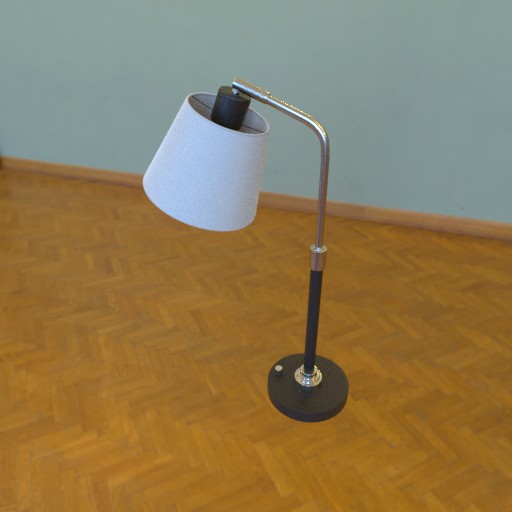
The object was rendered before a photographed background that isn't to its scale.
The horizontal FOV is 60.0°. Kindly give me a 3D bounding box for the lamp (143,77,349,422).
[{"bbox_3d":[0.000,0.000,0.715,0.348,0.539,0.181,9,31,16],"label":"lamp"}]
